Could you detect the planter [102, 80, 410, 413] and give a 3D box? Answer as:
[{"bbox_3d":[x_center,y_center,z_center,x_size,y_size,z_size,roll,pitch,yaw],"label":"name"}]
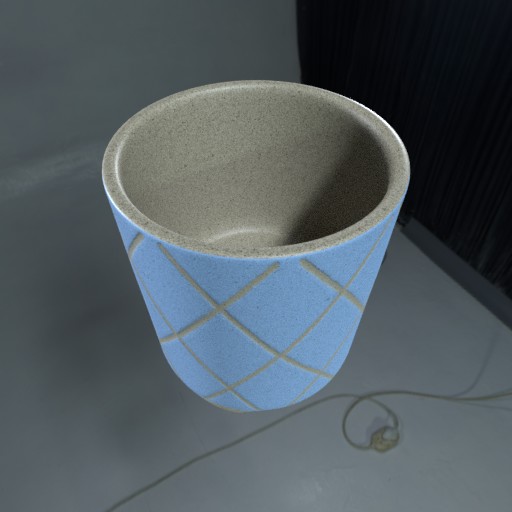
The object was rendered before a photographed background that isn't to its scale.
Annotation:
[{"bbox_3d":[0.000,0.000,0.353,0.191,0.200,0.191,0,47,0],"label":"planter"}]
